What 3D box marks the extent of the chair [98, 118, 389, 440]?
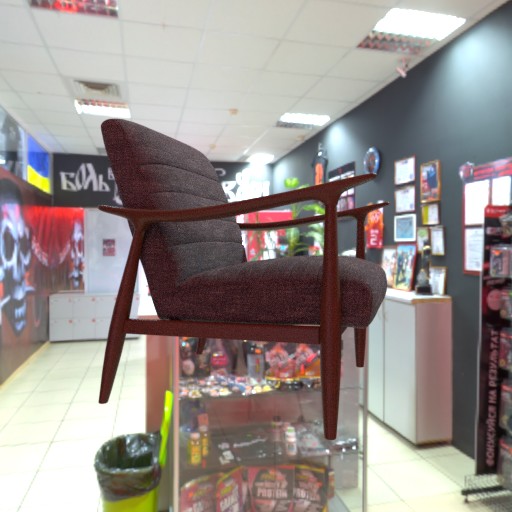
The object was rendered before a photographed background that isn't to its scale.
[{"bbox_3d":[0.000,0.000,1.429,0.798,0.832,0.741,0,1,19],"label":"chair"}]
